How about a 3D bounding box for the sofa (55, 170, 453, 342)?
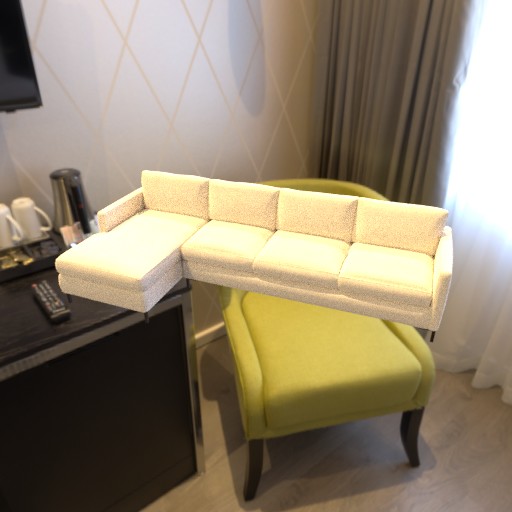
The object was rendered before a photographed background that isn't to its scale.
[{"bbox_3d":[0.000,0.000,3.884,3.186,0.875,1.467,10,31,18],"label":"sofa"}]
